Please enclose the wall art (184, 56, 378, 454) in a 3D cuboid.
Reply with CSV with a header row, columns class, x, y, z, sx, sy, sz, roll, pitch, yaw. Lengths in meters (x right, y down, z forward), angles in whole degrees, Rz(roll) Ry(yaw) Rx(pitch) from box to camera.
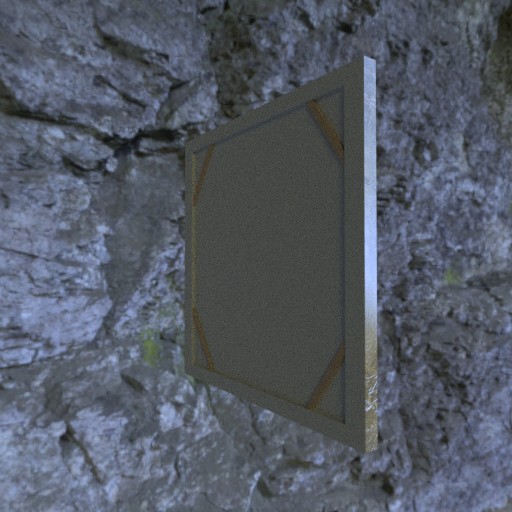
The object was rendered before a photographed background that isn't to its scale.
class,x,y,z,sx,sy,sz,roll,pitch,yaw
wall art,0.000,0.000,1.672,0.051,1.091,1.092,1,-1,-36
